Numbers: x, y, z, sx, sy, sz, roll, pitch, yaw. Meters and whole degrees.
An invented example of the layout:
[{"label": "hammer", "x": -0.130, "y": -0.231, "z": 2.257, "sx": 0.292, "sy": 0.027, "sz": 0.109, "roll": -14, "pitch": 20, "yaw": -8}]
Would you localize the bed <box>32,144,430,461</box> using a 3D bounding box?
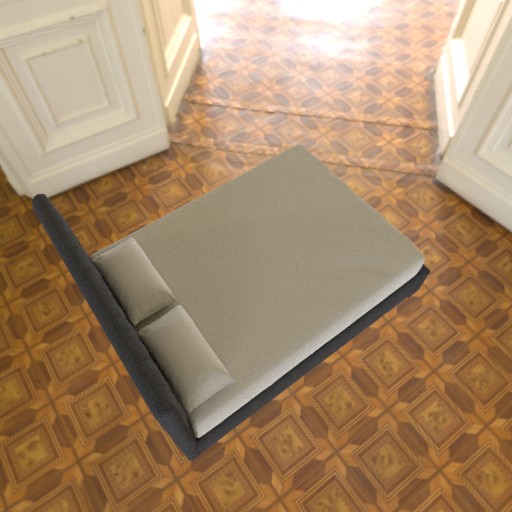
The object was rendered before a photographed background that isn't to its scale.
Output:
[{"label": "bed", "x": 0.000, "y": 0.000, "z": 3.421, "sx": 2.387, "sy": 1.427, "sz": 1.698, "roll": -32, "pitch": 63, "yaw": -18}]
